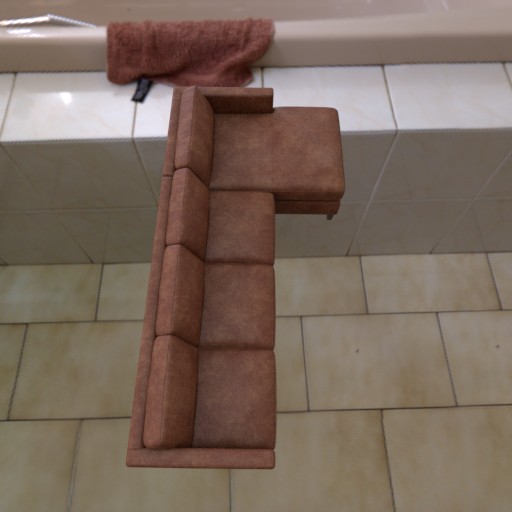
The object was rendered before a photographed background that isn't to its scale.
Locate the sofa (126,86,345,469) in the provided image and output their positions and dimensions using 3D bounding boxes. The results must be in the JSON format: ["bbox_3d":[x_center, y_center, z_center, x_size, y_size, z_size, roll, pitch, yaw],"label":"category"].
[{"bbox_3d":[0.000,0.000,3.694,1.581,0.883,3.203,1,64,0],"label":"sofa"}]
